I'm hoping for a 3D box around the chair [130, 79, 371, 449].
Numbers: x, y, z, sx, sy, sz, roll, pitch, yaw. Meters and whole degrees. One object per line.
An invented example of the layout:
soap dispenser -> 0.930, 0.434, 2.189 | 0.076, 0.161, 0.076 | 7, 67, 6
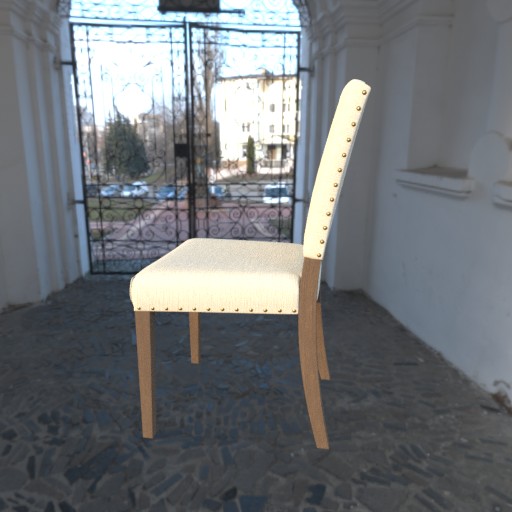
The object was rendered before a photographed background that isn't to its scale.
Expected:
chair -> 0.000, 0.000, 1.382 | 0.619, 1.015, 0.508 | 2, 14, 9
